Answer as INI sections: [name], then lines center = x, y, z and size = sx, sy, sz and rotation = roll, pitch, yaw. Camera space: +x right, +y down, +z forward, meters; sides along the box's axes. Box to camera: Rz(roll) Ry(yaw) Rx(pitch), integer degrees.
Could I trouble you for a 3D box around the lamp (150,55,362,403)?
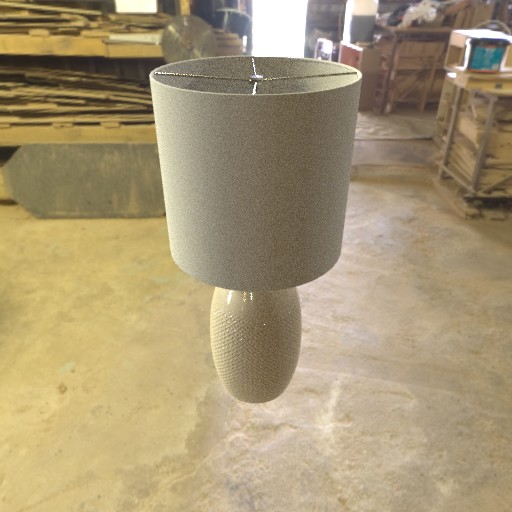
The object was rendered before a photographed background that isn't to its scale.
[lamp]
center = 0.000, 0.000, 0.580
size = 0.217, 0.453, 0.217
rotation = 0, 32, -1
